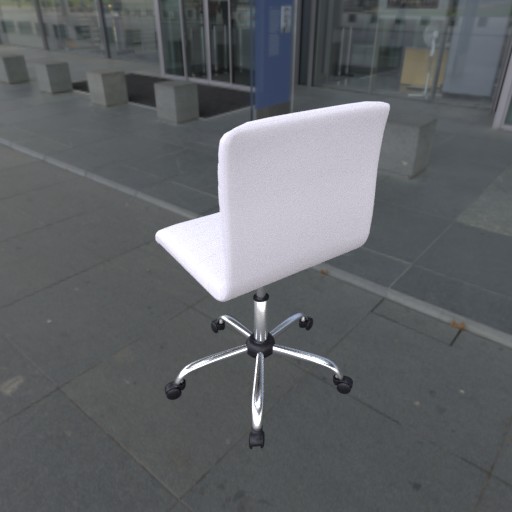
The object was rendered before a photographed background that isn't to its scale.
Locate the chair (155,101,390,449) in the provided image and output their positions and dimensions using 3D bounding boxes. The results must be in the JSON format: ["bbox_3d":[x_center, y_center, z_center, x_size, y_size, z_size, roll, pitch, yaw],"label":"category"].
[{"bbox_3d":[0.000,0.000,1.078,0.520,0.750,0.455,-20,36,-30],"label":"chair"}]
